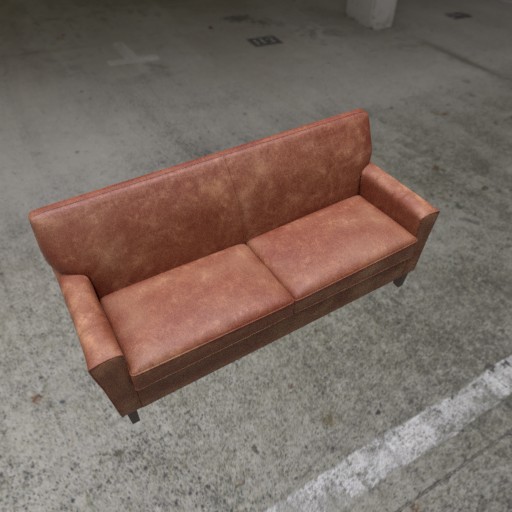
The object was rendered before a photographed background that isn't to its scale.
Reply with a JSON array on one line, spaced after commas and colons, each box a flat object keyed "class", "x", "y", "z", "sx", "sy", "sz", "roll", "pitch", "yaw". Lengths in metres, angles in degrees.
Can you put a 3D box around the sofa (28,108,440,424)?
[{"class": "sofa", "x": 0.000, "y": 0.000, "z": 2.533, "sx": 2.053, "sy": 0.947, "sz": 0.805, "roll": -23, "pitch": 50, "yaw": -21}]
